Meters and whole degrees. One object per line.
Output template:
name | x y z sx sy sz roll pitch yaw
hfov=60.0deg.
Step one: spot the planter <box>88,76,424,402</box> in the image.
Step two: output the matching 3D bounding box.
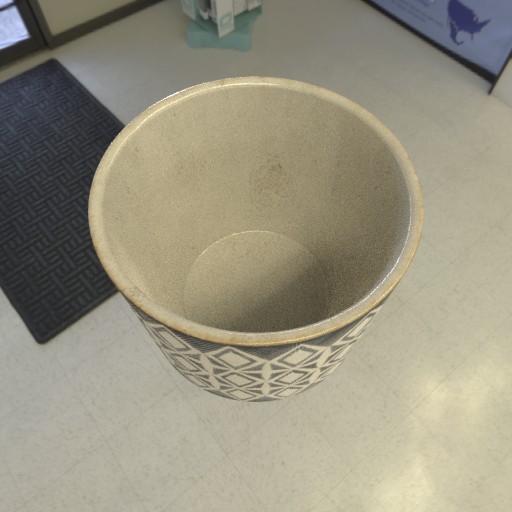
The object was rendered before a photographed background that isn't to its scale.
planter | 0.000 0.000 0.329 0.192 0.165 0.192 0 60 0
